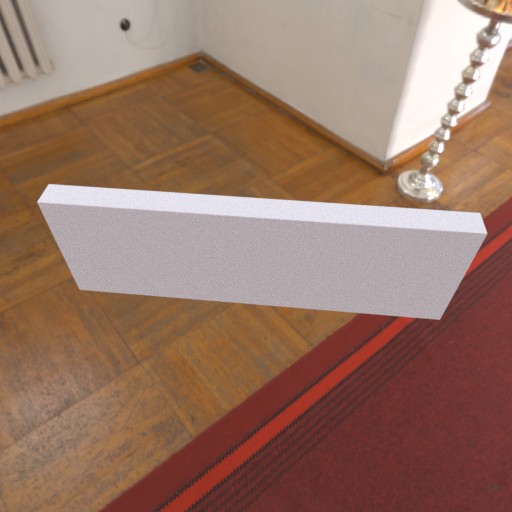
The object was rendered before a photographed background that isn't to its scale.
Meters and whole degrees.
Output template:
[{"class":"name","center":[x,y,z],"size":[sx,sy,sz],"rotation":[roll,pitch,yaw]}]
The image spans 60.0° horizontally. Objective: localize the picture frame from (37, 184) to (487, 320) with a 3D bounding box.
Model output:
[{"class":"picture frame","center":[0.000,0.000,0.853],"size":[0.759,0.250,0.050],"rotation":[4,48,4]}]
